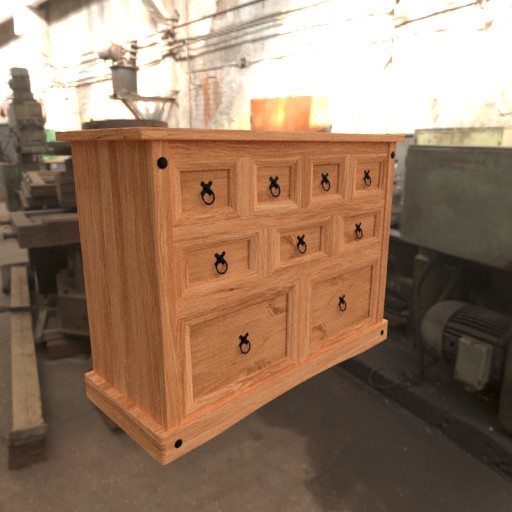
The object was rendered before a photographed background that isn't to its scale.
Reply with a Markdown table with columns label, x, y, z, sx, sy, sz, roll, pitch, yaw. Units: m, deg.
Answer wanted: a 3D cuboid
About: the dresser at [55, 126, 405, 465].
| label | x | y | z | sx | sy | sz | roll | pitch | yaw |
| --- | --- | --- | --- | --- | --- | --- | --- | --- | --- |
| dresser | 0.000 | 0.000 | 1.377 | 0.990 | 0.740 | 0.410 | -13 | 19 | -43 |
